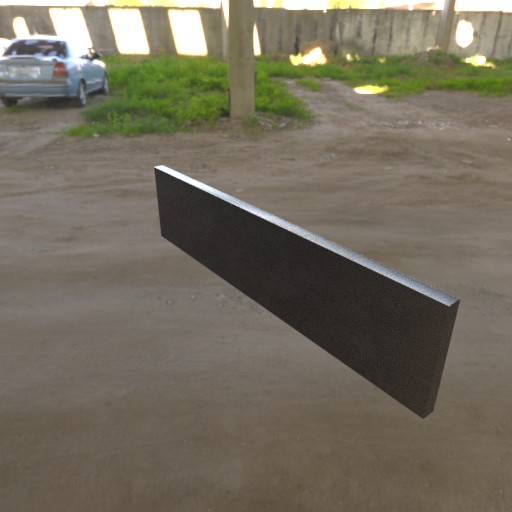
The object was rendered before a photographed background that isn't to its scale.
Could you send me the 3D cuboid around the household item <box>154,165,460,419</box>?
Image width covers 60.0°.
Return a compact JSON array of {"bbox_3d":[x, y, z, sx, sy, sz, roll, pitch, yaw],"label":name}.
[{"bbox_3d":[0.000,0.000,1.087,0.030,0.236,1.001,-19,32,-33],"label":"household item"}]
